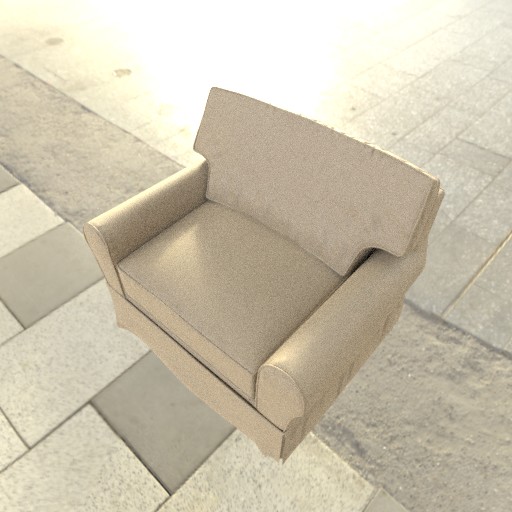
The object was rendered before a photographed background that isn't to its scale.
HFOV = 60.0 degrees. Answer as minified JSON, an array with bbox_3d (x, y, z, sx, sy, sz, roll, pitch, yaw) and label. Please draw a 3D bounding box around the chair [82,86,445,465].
[{"bbox_3d":[0.000,0.000,1.762,1.096,0.937,0.903,33,55,26],"label":"chair"}]
